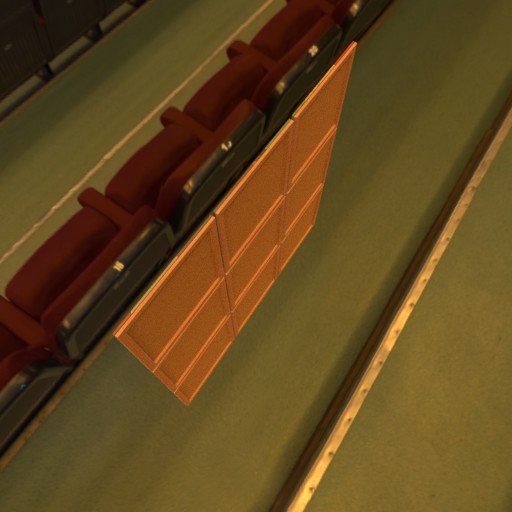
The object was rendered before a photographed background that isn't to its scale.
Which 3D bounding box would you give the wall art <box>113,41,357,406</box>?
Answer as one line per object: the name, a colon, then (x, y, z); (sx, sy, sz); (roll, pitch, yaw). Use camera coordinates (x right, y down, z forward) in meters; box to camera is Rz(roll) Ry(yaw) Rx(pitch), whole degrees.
wall art: (0.000, 0.000, 1.363); (0.012, 0.910, 0.911); (31, 68, 14)
